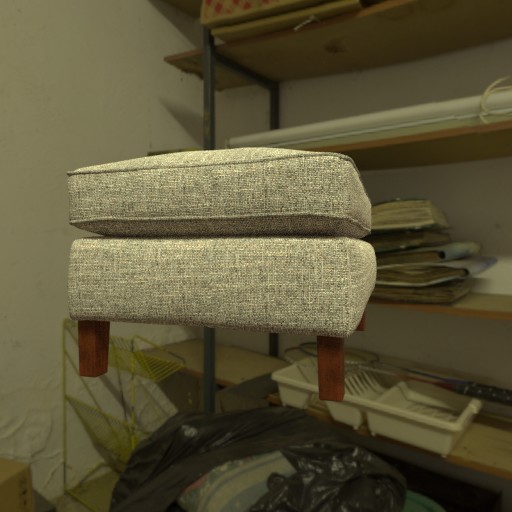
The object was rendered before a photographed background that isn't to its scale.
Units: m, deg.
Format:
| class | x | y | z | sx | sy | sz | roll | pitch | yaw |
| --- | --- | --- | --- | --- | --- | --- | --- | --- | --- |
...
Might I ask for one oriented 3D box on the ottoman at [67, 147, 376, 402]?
| class | x | y | z | sx | sy | sz | roll | pitch | yaw |
| --- | --- | --- | --- | --- | --- | --- | --- | --- | --- |
| ottoman | 0.000 | 0.000 | 0.985 | 0.508 | 0.406 | 0.686 | 0 | 1 | 17 |
